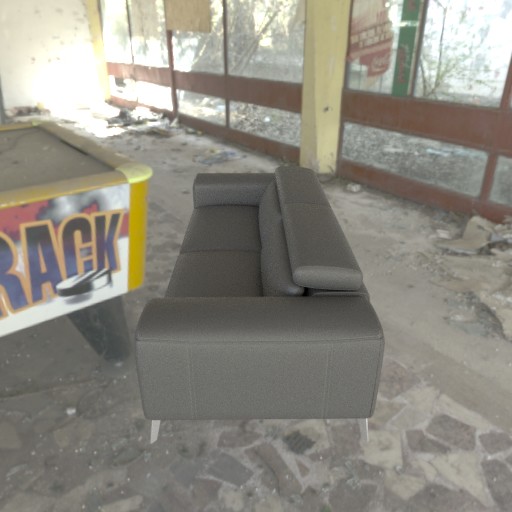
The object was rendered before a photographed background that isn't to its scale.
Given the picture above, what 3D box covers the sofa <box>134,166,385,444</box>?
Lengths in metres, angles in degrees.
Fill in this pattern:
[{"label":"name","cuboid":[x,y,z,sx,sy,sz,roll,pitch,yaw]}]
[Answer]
[{"label":"sofa","cuboid":[0.000,0.000,2.846,1.023,0.759,2.321,0,26,-1]}]
